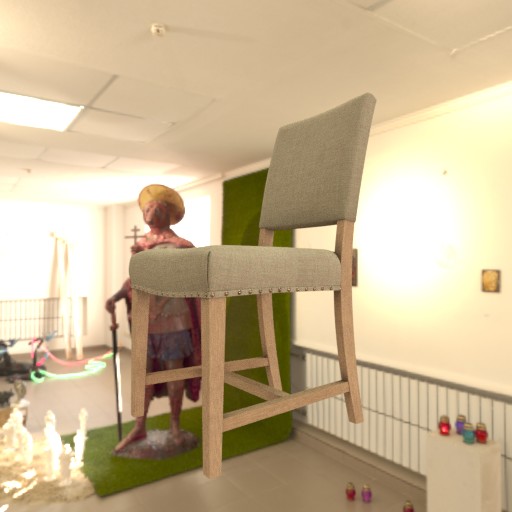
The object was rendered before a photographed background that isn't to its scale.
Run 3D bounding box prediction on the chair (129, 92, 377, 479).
[{"bbox_3d":[0.000,0.000,1.350,0.622,0.986,0.508,1,-1,-35],"label":"chair"}]
